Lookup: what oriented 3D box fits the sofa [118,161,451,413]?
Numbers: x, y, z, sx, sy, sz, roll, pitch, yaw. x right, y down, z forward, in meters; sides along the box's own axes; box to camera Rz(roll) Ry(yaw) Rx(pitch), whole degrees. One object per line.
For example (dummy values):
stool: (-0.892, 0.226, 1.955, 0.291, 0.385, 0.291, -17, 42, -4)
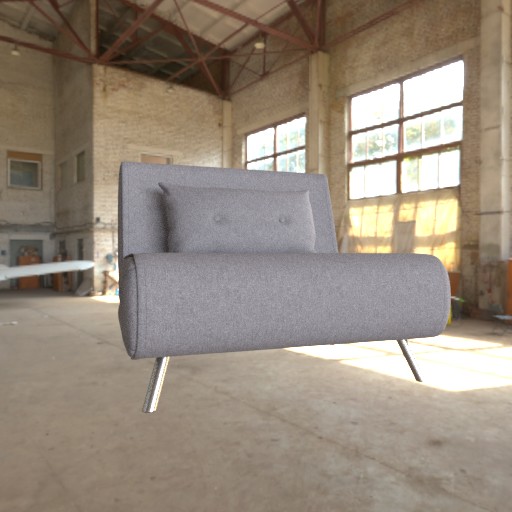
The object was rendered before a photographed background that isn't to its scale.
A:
sofa: (0.000, 0.000, 1.718, 1.020, 0.825, 1.000, 0, 0, -18)
